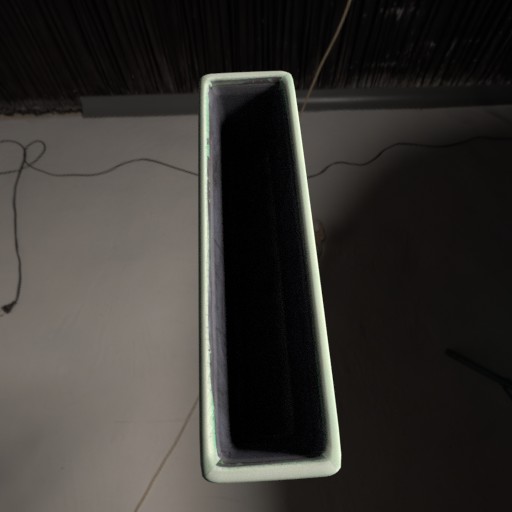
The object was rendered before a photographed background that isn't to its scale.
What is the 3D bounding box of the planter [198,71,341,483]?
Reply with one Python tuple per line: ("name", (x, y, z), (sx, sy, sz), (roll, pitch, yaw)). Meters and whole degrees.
("planter", (0.000, 0.000, 0.306), (0.072, 0.072, 0.275), (-3, 65, -1))
